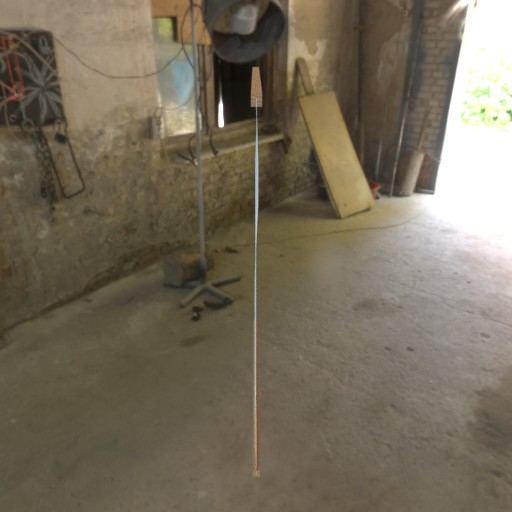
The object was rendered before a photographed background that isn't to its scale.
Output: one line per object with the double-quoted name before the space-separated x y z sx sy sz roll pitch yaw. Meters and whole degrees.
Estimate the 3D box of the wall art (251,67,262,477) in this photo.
"wall art" 0.000 0.000 1.348 0.020 1.016 0.739 0 26 0
